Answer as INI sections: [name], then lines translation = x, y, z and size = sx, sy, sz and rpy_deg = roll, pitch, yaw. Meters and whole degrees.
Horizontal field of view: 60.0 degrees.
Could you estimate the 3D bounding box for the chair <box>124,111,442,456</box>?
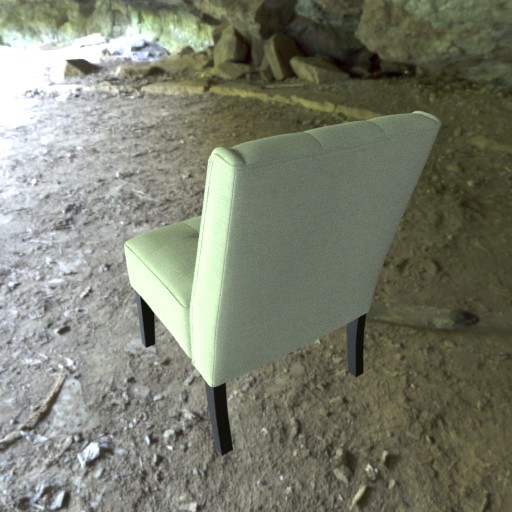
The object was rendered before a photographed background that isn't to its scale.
[chair]
translation = 0.000, 0.000, 1.282
size = 0.569, 0.853, 0.676
rpy_deg = -19, 34, -30
